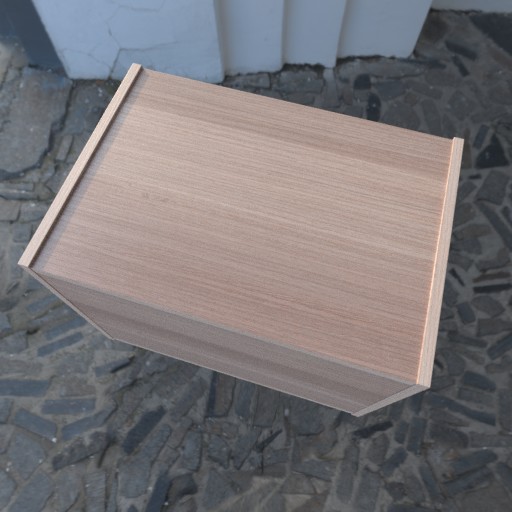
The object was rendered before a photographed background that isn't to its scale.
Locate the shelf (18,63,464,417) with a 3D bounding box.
[{"bbox_3d":[0.000,0.000,0.617,0.415,0.305,0.290,16,66,7],"label":"shelf"}]
